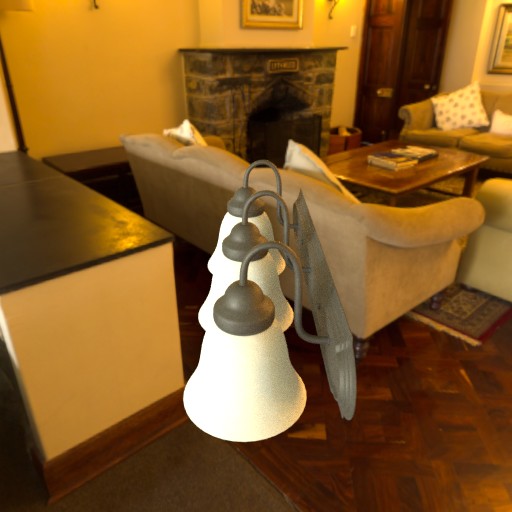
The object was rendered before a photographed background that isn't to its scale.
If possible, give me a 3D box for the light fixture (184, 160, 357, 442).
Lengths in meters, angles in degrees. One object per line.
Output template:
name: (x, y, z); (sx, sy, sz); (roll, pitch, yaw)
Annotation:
light fixture: (0.000, 0.000, 0.723); (0.199, 0.222, 0.610); (0, 26, -1)
